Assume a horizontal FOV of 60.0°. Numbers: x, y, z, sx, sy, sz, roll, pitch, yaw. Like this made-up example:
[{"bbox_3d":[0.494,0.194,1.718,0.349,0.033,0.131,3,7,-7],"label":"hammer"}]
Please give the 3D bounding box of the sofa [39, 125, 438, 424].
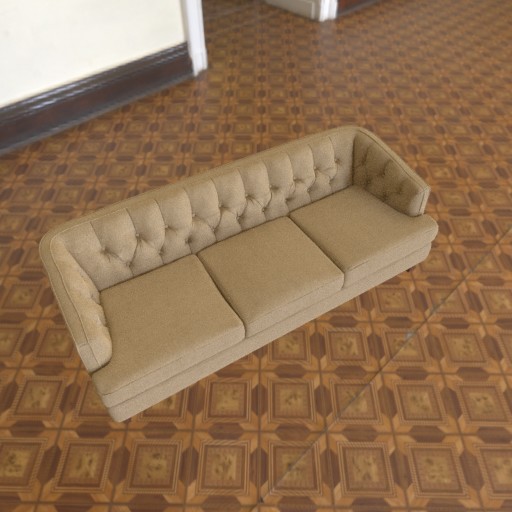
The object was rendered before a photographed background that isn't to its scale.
[{"bbox_3d":[0.000,0.000,2.722,2.235,0.788,0.913,-24,52,-21],"label":"sofa"}]
